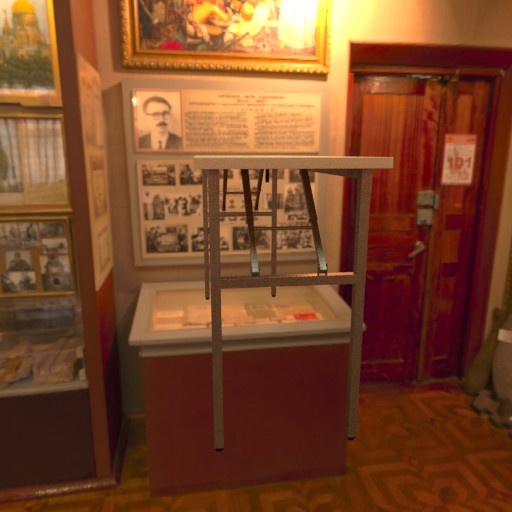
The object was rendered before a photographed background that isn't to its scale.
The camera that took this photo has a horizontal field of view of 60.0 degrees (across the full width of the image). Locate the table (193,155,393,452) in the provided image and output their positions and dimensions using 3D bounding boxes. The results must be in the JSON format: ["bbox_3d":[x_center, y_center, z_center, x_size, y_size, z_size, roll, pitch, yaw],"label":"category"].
[{"bbox_3d":[0.000,0.000,1.705,0.446,0.750,1.397,-2,13,-7],"label":"table"}]
